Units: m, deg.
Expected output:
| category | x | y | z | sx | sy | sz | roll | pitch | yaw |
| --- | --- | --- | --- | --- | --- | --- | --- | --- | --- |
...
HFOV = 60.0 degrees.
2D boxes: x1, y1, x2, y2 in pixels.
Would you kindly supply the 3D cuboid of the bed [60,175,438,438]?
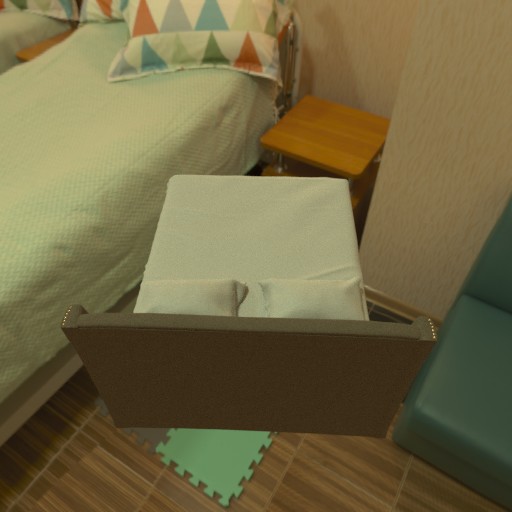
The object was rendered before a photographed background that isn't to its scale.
| category | x | y | z | sx | sy | sz | roll | pitch | yaw |
| --- | --- | --- | --- | --- | --- | --- | --- | --- | --- |
| bed | 0.000 | 0.000 | 3.443 | 1.925 | 1.332 | 2.276 | 2 | 47 | 2 |
